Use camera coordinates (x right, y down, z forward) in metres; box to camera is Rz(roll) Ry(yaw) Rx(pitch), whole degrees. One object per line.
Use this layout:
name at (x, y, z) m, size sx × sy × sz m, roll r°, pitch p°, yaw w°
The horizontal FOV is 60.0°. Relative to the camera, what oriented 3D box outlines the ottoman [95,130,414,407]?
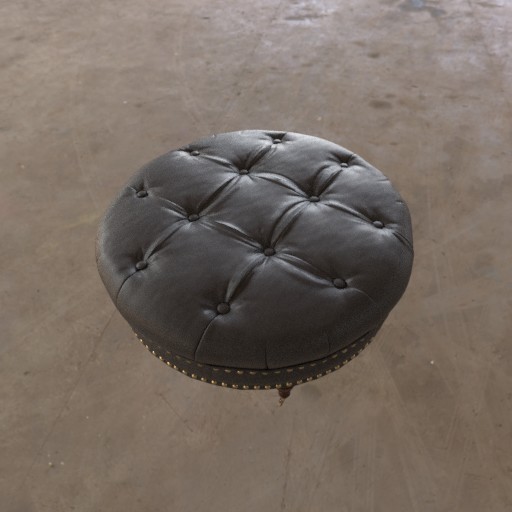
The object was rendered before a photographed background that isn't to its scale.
ottoman at (0.000, 0.000, 1.372) m, size 0.901 × 0.439 × 0.901 m, roll 0°, pitch 47°, yaw 0°
